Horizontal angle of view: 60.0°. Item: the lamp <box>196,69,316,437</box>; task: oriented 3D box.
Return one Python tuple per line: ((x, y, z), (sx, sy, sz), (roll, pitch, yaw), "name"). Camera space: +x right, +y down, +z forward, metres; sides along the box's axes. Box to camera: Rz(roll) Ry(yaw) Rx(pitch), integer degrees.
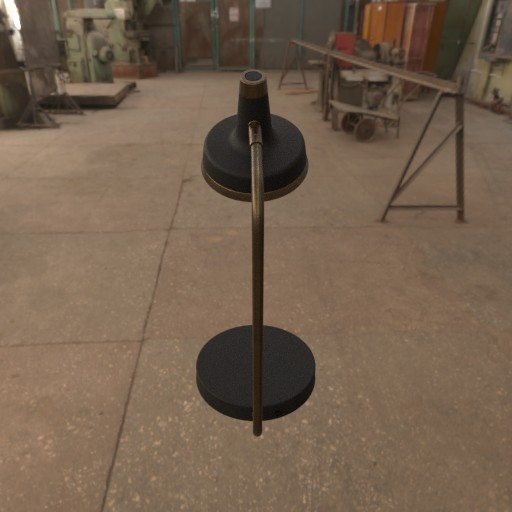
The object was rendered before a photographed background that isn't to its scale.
((0.000, 0.000, 0.499), (0.162, 0.385, 0.218), (-1, 28, -1), "lamp")
